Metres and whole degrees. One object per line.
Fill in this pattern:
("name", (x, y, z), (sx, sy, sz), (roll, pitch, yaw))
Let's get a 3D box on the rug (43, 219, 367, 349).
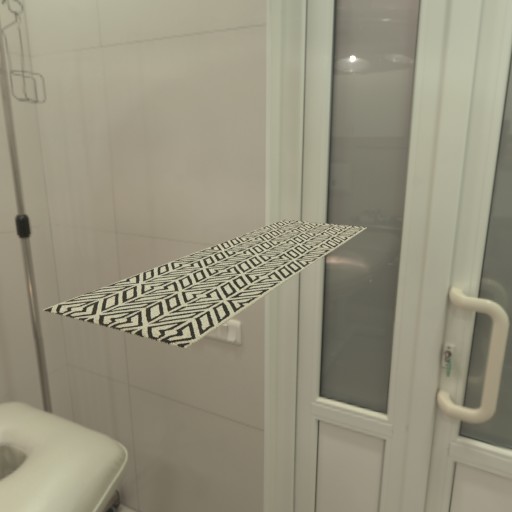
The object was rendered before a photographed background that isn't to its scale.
("rug", (0.000, 0.000, 2.741), (0.750, 0.009, 2.435), (8, 17, 27))
